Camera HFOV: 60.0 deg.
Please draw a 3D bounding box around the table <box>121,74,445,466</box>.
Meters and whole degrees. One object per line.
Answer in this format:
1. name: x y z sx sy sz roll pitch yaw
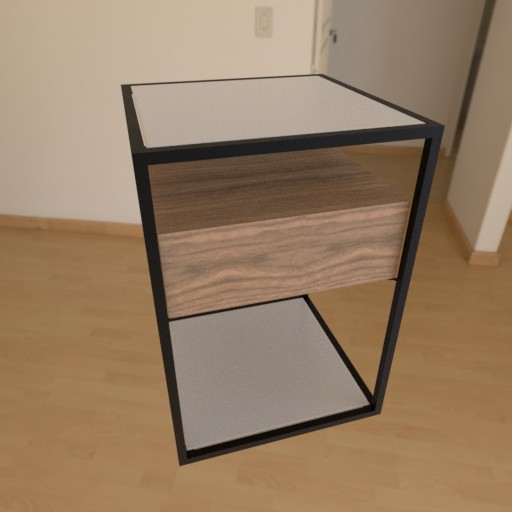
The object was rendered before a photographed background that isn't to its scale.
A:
1. table: 0.000 0.000 0.800 0.378 0.540 0.378 -9 33 -14
